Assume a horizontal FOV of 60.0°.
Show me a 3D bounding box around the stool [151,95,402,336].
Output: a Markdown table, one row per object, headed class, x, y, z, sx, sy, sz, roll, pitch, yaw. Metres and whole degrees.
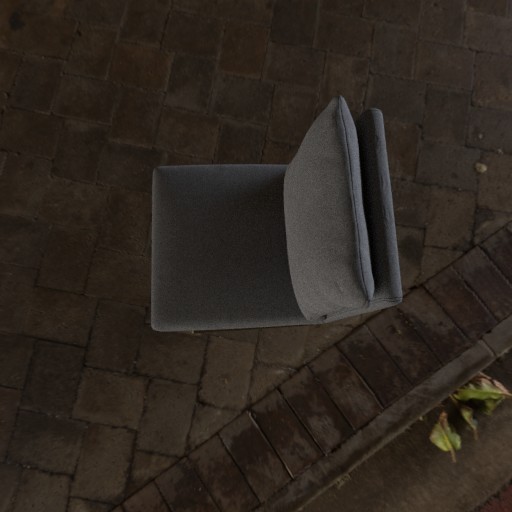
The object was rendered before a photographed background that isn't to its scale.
| class | x | y | z | sx | sy | sz | roll | pitch | yaw |
| --- | --- | --- | --- | --- | --- | --- | --- | --- | --- |
| stool | 0.000 | 0.000 | 1.400 | 0.569 | 1.130 | 0.463 | -2 | 78 | 0 |
